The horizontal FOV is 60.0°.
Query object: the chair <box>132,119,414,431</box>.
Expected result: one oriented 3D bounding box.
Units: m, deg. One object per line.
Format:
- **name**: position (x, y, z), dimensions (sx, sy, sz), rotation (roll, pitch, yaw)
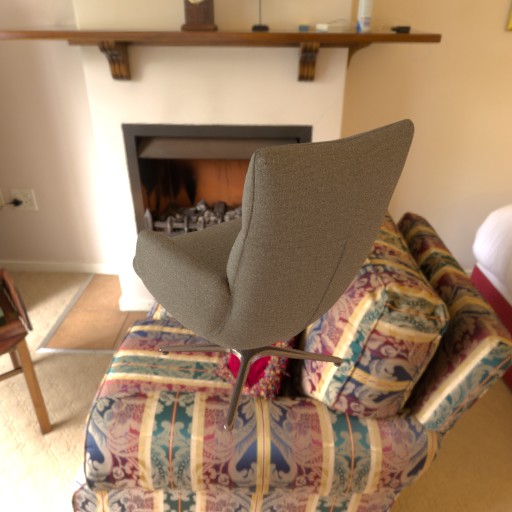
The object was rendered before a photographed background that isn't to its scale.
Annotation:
- **chair**: position (0.000, 0.000, 1.538), dimensions (0.702, 0.984, 0.831), rotation (-20, 34, -32)
